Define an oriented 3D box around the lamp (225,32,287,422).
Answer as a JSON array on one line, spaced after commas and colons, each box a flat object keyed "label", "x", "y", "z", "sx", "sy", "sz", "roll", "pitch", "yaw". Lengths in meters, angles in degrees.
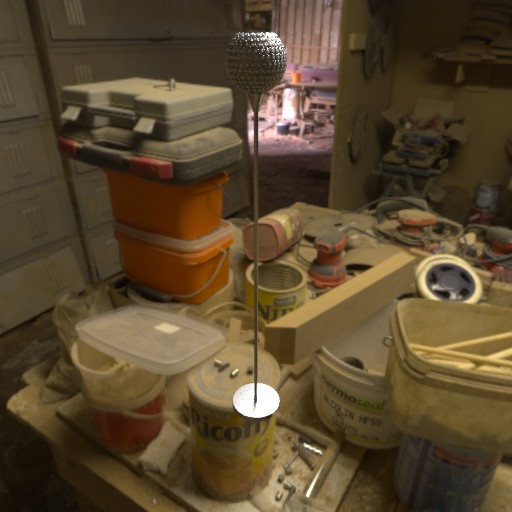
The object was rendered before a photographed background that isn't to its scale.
[{"label": "lamp", "x": 0.000, "y": 0.000, "z": 2.004, "sx": 0.254, "sy": 1.805, "sz": 0.254, "roll": 0, "pitch": 27, "yaw": 0}]
